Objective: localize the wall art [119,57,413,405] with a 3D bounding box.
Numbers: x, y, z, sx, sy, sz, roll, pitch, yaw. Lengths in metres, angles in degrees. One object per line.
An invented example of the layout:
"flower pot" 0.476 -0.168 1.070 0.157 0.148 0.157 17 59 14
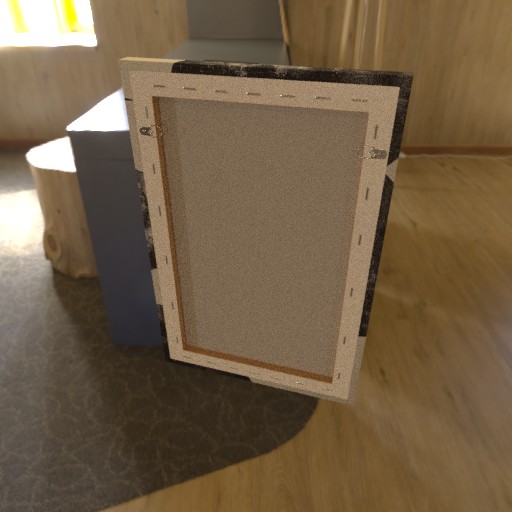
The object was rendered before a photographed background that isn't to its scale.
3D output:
"wall art" 0.000 0.000 1.143 0.610 0.915 0.041 9 34 14
